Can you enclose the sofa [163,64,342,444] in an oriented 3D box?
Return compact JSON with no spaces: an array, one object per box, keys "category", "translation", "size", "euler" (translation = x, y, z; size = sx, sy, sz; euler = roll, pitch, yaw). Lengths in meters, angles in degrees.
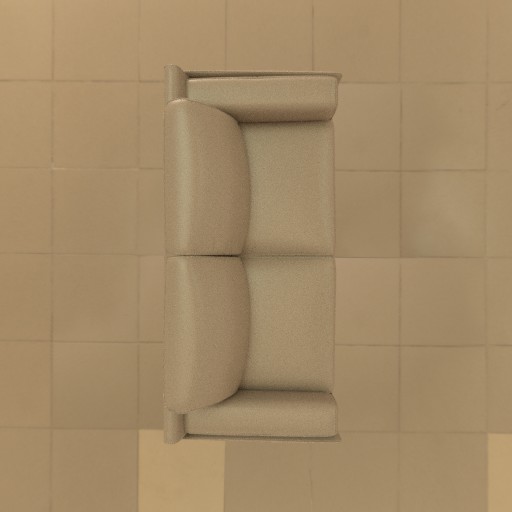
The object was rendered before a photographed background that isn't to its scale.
[{"category":"sofa","translation":[0.000,0.000,2.591],"size":[1.049,0.930,2.101],"euler":[0,90,0]}]
